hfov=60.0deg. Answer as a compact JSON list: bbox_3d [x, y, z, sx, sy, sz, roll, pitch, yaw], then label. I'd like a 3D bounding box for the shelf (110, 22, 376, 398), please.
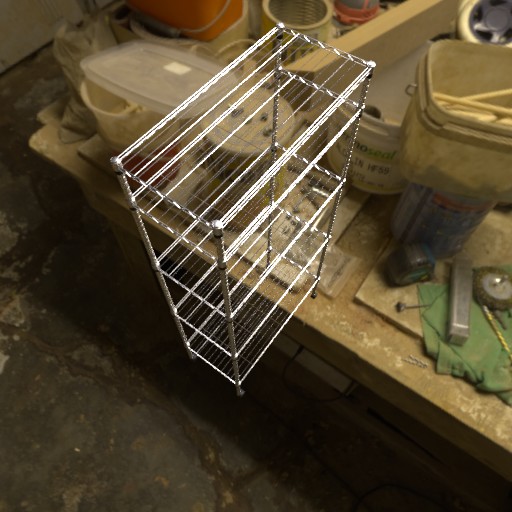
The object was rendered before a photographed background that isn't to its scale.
[{"bbox_3d":[0.000,0.000,1.885,0.356,1.587,0.762,32,64,18],"label":"shelf"}]
